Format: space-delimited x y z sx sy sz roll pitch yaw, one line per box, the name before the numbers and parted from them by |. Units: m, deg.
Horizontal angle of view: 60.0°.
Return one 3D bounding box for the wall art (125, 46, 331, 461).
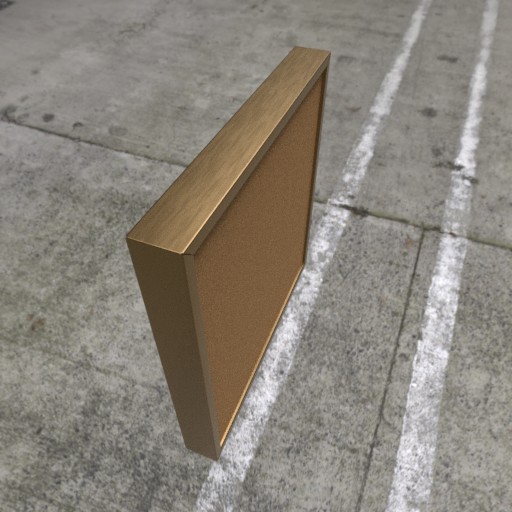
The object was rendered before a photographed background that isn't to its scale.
wall art | 0.000 0.000 0.452 0.037 0.305 0.305 16 48 15
